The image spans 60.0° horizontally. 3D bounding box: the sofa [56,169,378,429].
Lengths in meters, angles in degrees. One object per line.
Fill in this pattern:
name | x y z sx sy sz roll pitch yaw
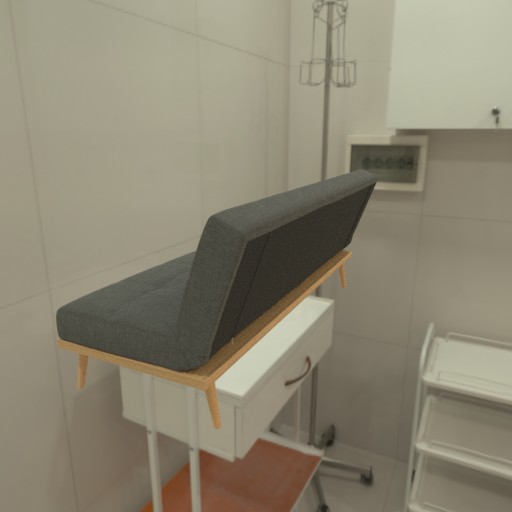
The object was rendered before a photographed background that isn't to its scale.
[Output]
sofa | 0.000 0.000 2.249 0.820 0.770 1.820 8 17 25
